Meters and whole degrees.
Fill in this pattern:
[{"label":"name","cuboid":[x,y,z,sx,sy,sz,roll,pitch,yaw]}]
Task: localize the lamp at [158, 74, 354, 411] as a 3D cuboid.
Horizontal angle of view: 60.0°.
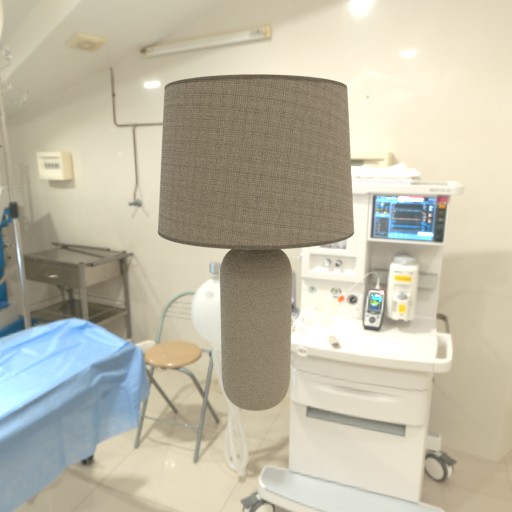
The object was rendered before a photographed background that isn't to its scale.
[{"label":"lamp","cuboid":[0.000,0.000,0.859,0.367,0.609,0.367,0,13,0]}]
